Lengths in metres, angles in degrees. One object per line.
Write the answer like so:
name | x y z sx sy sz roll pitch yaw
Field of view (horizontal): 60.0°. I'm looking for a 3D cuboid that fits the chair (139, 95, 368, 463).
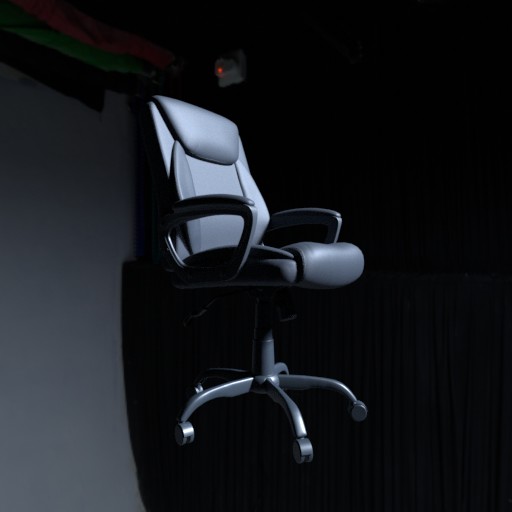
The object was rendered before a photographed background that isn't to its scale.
chair | 0.000 0.000 1.469 0.655 1.072 0.615 1 1 36
